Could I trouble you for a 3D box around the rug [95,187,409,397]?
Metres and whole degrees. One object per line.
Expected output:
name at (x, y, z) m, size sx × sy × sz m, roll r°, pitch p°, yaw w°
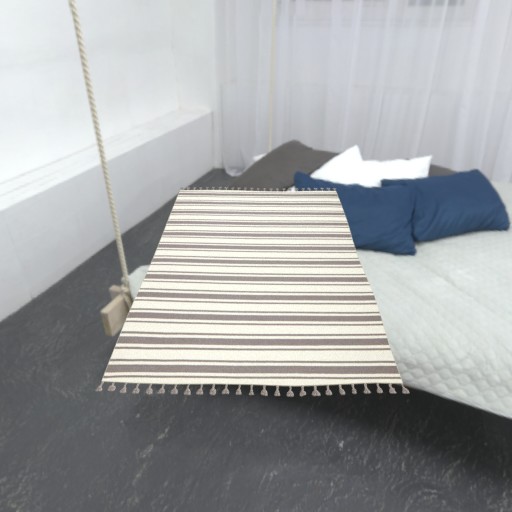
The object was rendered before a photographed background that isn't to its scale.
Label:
rug at (0.000, 0.000, 2.611) m, size 1.229 × 0.011 × 2.096 m, roll 0°, pitch 31°, yaw 1°
